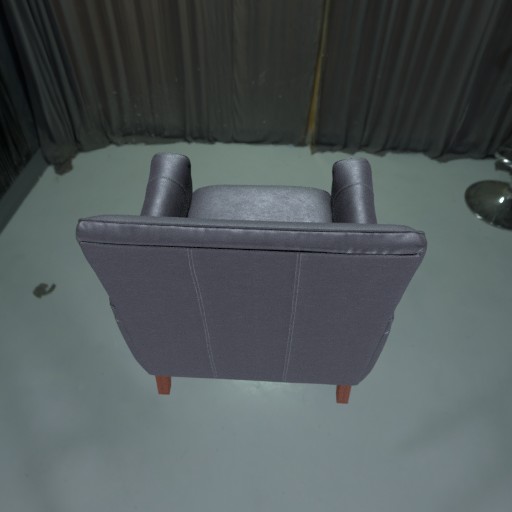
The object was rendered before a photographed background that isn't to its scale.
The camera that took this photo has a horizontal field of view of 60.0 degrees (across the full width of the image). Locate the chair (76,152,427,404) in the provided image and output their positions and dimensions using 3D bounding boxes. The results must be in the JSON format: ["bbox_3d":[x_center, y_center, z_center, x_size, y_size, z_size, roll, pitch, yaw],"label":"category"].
[{"bbox_3d":[0.000,0.000,1.605,0.870,0.943,0.825,2,46,2],"label":"chair"}]
